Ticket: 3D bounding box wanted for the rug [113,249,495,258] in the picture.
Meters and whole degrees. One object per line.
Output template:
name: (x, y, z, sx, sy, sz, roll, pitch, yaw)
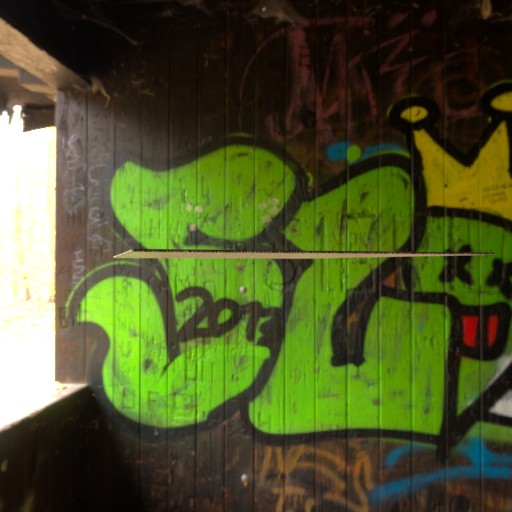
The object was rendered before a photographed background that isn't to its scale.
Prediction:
rug: (0.000, 0.000, 3.907, 2.315, 0.015, 2.932, 0, -1, -19)
